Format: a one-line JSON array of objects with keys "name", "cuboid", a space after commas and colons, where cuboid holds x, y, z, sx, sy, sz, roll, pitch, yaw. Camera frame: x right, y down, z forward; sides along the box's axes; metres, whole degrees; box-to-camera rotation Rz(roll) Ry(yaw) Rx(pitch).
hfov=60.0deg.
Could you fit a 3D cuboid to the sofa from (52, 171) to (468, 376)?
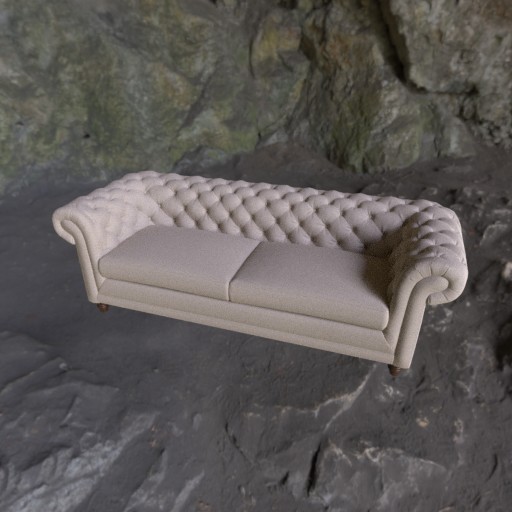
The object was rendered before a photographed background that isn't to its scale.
[{"name": "sofa", "cuboid": [0.000, 0.000, 3.216, 2.694, 0.847, 1.076, 9, 29, 17]}]
